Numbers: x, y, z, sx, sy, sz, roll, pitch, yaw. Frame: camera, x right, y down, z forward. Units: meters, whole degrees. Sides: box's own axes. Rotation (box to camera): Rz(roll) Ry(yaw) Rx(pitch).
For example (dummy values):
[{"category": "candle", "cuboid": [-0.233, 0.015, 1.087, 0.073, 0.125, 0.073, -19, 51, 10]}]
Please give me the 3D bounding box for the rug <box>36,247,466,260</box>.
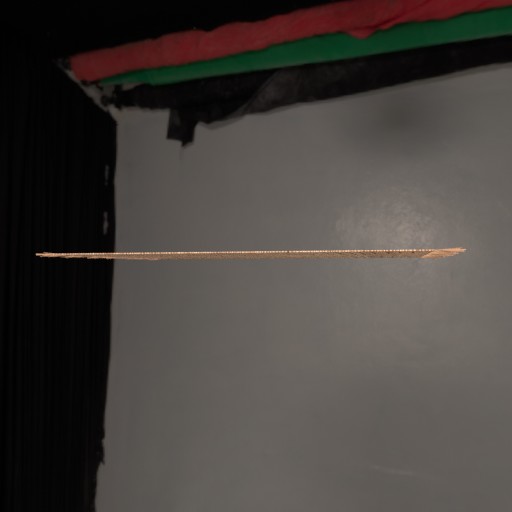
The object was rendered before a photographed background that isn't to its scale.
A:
[{"category": "rug", "cuboid": [0.000, 0.000, 2.580, 2.085, 0.027, 1.224, 0, -2, 18]}]
